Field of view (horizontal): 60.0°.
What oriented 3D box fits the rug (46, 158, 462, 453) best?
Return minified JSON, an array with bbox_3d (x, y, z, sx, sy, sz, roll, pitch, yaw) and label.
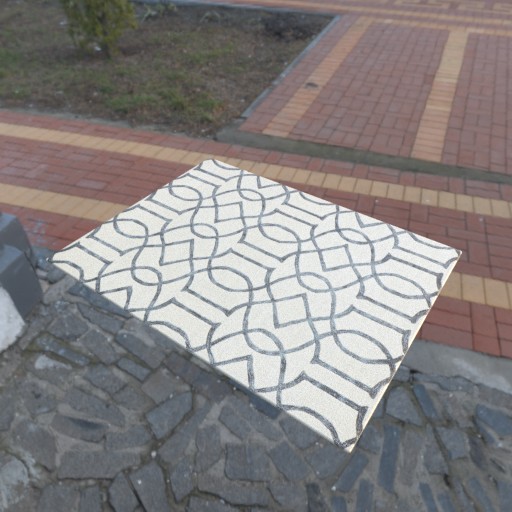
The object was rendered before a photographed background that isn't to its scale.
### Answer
[{"bbox_3d":[0.000,0.000,3.878,2.910,0.021,2.211,25,47,26],"label":"rug"}]
